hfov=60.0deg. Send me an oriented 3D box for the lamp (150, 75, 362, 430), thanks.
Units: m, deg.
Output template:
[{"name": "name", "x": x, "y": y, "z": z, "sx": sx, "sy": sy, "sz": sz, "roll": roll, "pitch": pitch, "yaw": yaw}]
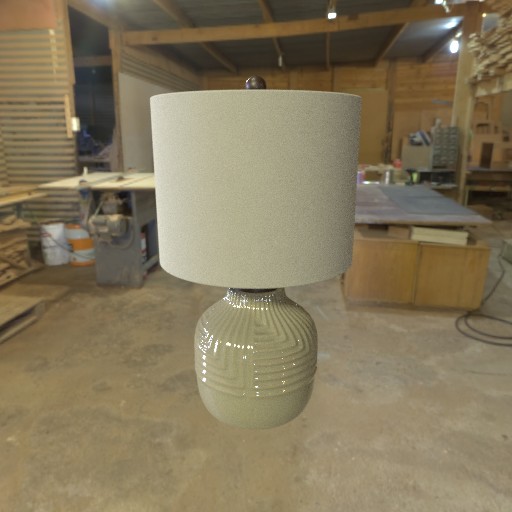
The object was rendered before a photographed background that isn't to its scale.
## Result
[{"name": "lamp", "x": 0.000, "y": 0.000, "z": 0.748, "sx": 0.318, "sy": 0.567, "sz": 0.318, "roll": 0, "pitch": 15, "yaw": 0}]
